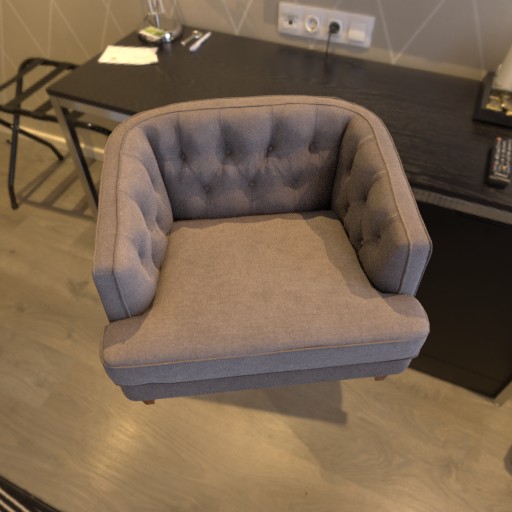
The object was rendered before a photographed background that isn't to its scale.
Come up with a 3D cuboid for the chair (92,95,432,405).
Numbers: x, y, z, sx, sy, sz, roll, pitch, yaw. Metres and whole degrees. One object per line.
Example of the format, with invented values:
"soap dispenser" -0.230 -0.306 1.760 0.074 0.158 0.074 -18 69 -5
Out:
"chair" 0.000 0.000 1.742 1.104 0.852 0.941 -5 48 -4
